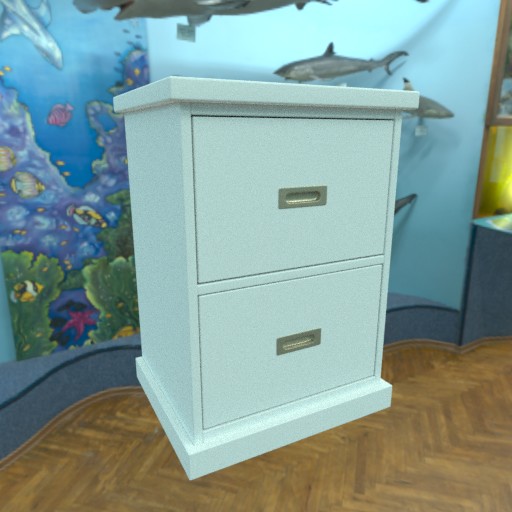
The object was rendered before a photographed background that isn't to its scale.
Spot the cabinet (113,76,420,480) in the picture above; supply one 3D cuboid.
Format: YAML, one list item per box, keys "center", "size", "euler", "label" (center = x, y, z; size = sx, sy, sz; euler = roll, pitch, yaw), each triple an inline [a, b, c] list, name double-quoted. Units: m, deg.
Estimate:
- center: [0.000, 0.000, 1.052]
  size: [0.520, 0.723, 0.431]
  euler: [-8, 17, -27]
  label: "cabinet"
